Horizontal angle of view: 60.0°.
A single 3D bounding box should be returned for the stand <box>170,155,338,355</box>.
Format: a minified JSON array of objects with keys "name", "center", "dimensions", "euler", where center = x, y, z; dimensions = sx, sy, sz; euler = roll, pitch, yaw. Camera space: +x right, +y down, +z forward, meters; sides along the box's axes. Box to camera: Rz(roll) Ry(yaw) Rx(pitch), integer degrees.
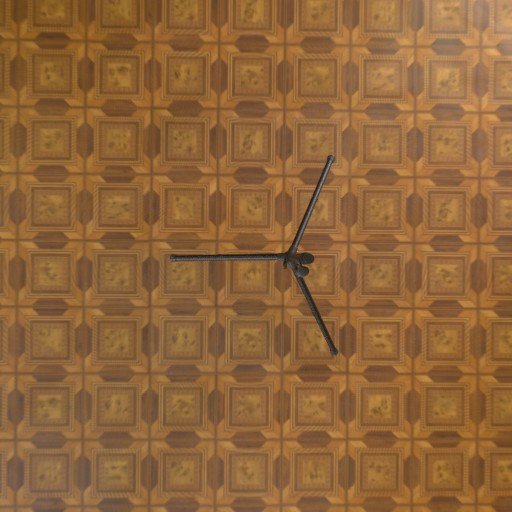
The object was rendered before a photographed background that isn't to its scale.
[{"name":"stand","center":[0.000,0.000,2.762],"dimensions":[1.339,1.595,1.596],"euler":[0,90,-1]}]
